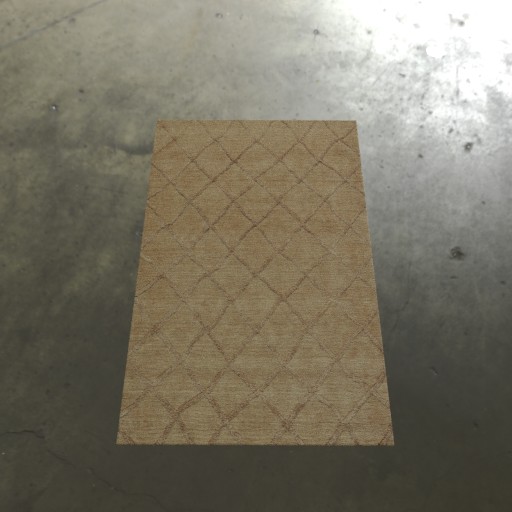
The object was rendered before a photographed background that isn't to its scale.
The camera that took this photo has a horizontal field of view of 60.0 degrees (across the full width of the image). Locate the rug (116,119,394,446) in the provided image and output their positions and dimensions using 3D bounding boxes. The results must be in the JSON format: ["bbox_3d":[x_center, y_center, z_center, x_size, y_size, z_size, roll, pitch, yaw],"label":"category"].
[{"bbox_3d":[0.000,0.000,2.918,1.528,0.014,2.292,0,65,0],"label":"rug"}]
